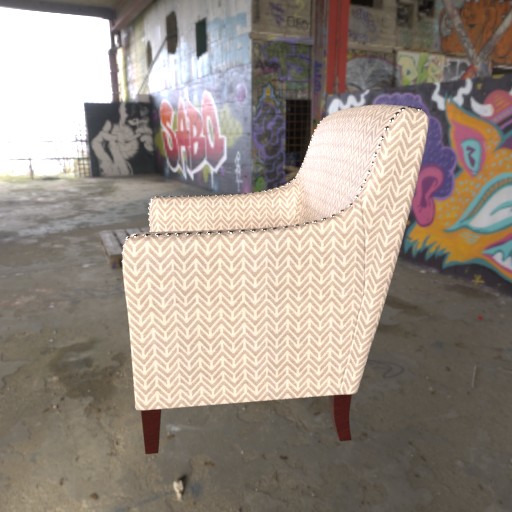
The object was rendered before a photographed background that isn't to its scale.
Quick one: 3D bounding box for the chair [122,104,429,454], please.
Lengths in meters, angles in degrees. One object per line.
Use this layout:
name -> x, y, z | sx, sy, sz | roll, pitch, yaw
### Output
chair -> 0.000, 0.000, 1.270 | 0.651, 0.816, 0.623 | -2, 16, -7
